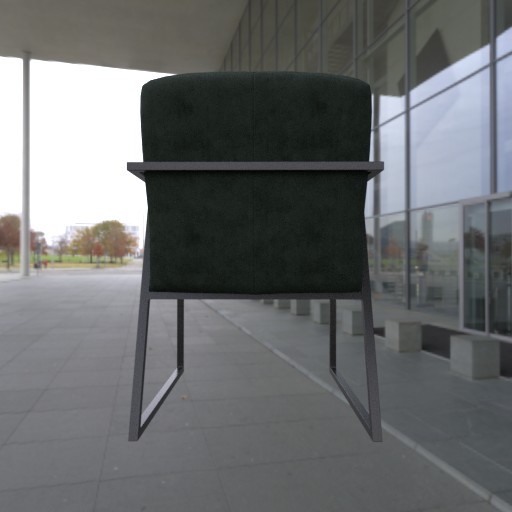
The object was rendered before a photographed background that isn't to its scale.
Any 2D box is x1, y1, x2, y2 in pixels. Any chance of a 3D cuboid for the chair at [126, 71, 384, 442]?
[{"bbox_3d":[0.000,0.000,1.301,0.571,0.833,0.677,0,0,1],"label":"chair"}]
